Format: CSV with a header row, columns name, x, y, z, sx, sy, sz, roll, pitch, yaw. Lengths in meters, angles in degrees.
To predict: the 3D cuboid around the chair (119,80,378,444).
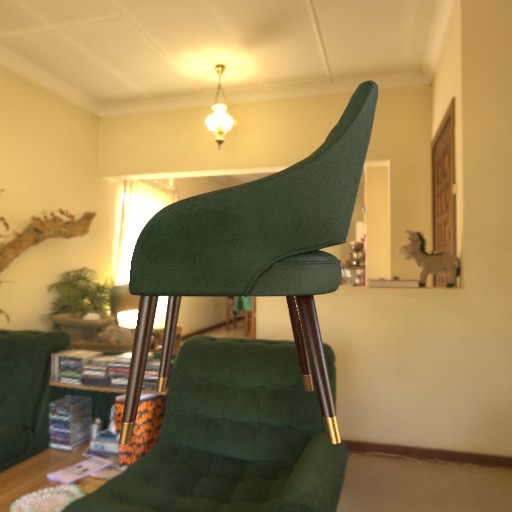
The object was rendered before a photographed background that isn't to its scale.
name,x,y,z,sx,sy,sz,roll,pitch,yaw
chair,0.000,0.000,1.550,0.794,1.081,0.683,0,-1,-1
